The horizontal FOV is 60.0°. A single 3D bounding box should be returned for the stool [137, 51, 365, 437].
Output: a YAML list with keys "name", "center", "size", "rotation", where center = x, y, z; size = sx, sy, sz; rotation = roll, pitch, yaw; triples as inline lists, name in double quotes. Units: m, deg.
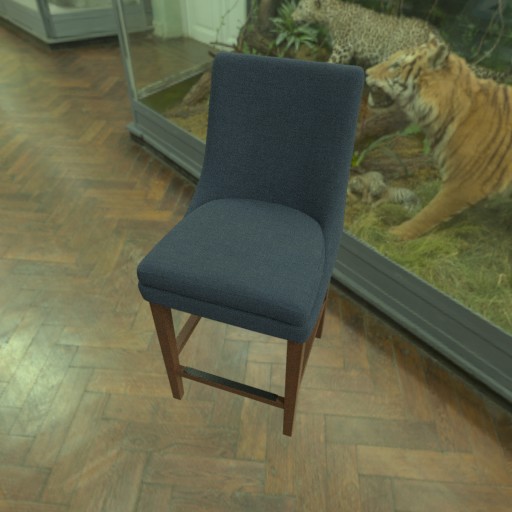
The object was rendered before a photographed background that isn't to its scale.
- name: "stool"
  center: [0.000, 0.000, 1.319]
  size: [0.470, 0.981, 0.577]
  rotation: [13, 42, 15]
